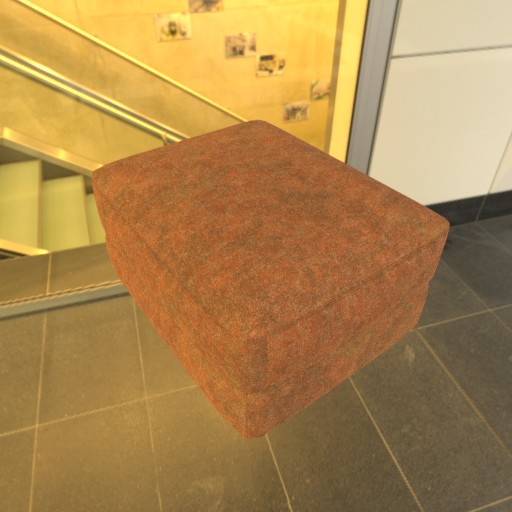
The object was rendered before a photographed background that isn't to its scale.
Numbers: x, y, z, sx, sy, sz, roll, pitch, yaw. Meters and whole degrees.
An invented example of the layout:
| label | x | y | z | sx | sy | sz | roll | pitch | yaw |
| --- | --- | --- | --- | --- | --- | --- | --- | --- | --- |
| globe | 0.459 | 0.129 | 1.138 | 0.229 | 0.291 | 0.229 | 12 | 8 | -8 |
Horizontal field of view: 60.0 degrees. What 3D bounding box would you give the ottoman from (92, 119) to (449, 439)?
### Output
| label | x | y | z | sx | sy | sz | roll | pitch | yaw |
| --- | --- | --- | --- | --- | --- | --- | --- | --- | --- |
| ottoman | 0.000 | 0.000 | 1.213 | 0.635 | 0.508 | 0.787 | -25 | 46 | -27 |
